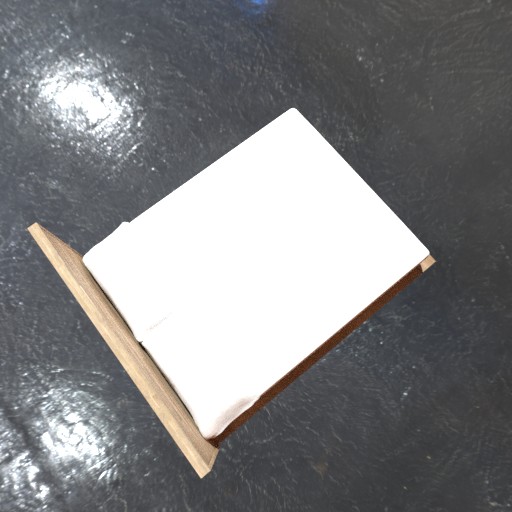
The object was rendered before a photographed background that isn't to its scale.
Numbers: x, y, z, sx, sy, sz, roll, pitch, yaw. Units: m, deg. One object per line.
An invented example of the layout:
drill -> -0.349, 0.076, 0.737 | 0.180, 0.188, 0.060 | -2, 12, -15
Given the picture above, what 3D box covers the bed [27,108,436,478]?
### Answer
bed -> 0.000, 0.000, 3.183 | 2.145, 1.071, 1.759 | -37, 78, -10
